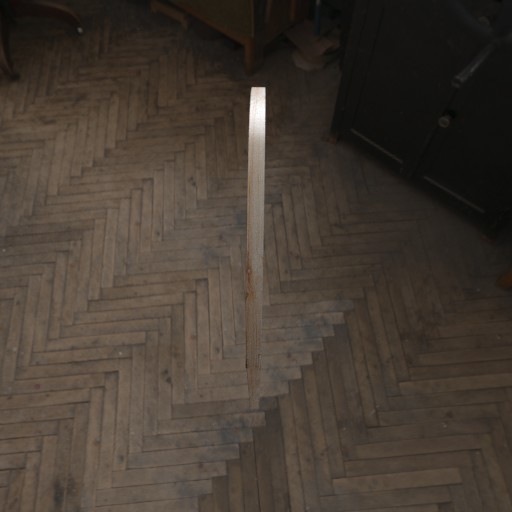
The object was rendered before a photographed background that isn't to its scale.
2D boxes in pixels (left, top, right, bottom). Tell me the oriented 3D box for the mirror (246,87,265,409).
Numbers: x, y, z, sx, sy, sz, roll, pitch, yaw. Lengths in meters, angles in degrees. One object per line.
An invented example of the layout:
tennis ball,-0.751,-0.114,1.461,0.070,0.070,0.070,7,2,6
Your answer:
mirror,0.000,0.000,1.191,0.032,0.920,0.660,1,63,0
